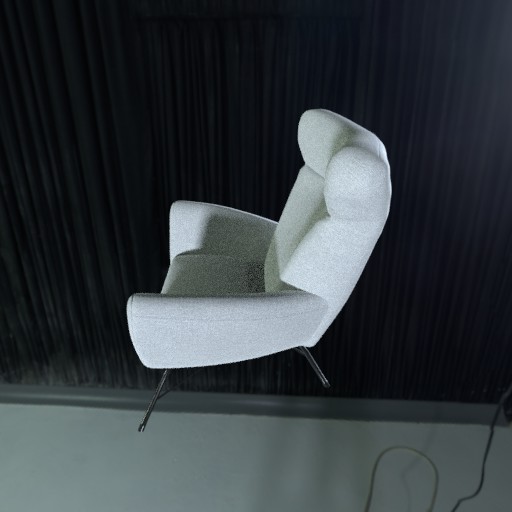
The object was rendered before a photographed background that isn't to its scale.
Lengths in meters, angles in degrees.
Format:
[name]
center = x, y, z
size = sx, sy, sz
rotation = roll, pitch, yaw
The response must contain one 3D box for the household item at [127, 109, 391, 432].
[household item]
center = 0.000, 0.000, 1.806
size = 0.900, 1.050, 0.980
rotation = 0, 26, -1
